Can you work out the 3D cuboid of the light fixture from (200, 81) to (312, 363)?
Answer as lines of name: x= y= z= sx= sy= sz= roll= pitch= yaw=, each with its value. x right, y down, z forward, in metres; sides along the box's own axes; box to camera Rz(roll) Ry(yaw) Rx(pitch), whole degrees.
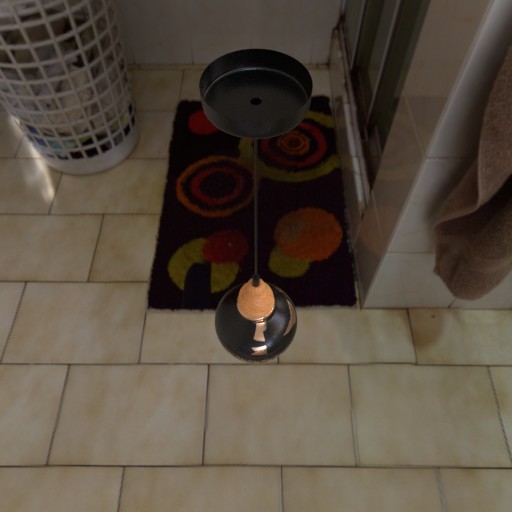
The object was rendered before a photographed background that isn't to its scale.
light fixture: x=0.000 y=0.000 z=1.760 sx=0.430 sy=1.606 sz=0.430 roll=2 pitch=59 yaw=1
